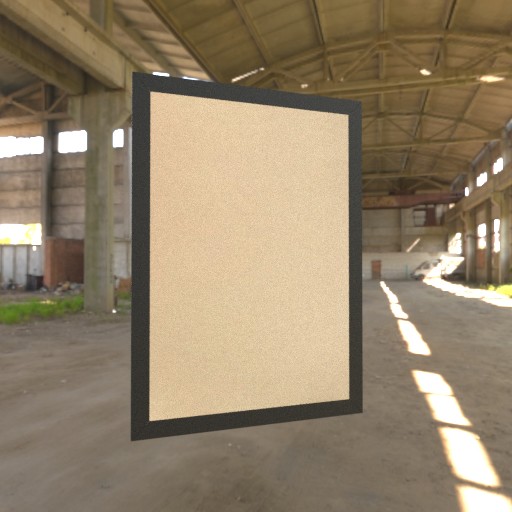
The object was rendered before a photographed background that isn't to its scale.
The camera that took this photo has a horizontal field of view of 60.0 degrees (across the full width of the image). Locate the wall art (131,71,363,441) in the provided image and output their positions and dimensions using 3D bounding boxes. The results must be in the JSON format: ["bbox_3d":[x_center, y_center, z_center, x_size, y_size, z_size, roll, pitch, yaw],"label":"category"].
[{"bbox_3d":[0.000,0.000,0.699,0.379,0.530,0.008,0,-1,-18],"label":"wall art"}]
